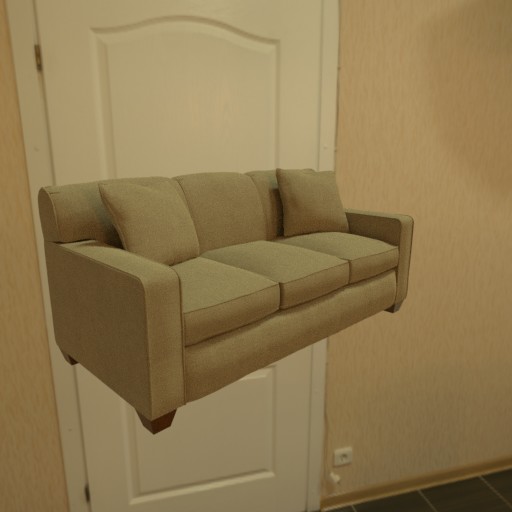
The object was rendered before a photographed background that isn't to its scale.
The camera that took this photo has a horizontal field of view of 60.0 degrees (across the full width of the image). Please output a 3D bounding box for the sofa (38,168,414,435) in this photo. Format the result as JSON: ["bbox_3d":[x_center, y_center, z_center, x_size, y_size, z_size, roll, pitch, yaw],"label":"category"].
[{"bbox_3d":[0.000,0.000,2.578,2.024,0.958,0.997,-13,19,-43],"label":"sofa"}]
